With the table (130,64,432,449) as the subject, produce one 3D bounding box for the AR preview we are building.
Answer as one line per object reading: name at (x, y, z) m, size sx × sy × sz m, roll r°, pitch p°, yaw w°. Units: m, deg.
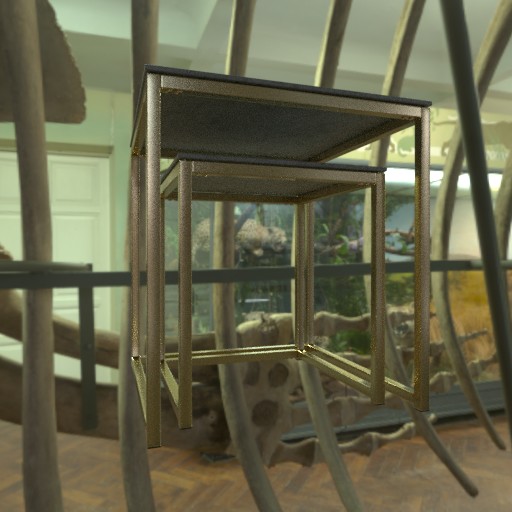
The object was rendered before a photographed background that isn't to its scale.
table at (0.000, 0.000, 0.857) m, size 0.450 × 0.500 × 0.450 m, roll 0°, pitch 0°, yaw -18°
